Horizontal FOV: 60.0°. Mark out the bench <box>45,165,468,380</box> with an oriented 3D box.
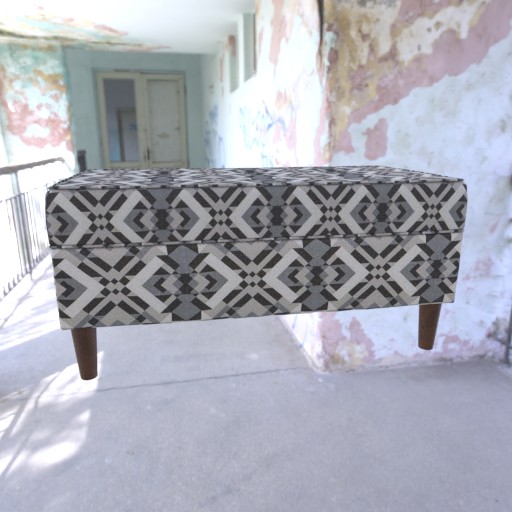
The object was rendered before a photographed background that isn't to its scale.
[{"bbox_3d":[0.000,0.000,1.298,1.016,0.477,0.492,-3,16,-10],"label":"bench"}]
